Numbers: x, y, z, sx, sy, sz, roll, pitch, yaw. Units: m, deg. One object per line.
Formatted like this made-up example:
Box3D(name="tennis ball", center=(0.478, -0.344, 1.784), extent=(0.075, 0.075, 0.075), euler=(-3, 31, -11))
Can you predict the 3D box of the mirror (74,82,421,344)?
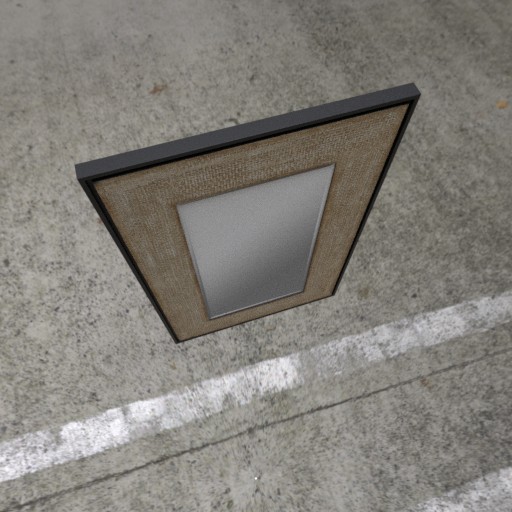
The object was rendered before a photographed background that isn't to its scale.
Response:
Box3D(name="mirror", center=(0.000, 0.000, 1.488), extent=(0.762, 1.219, 0.038), euler=(-16, 64, -8))
